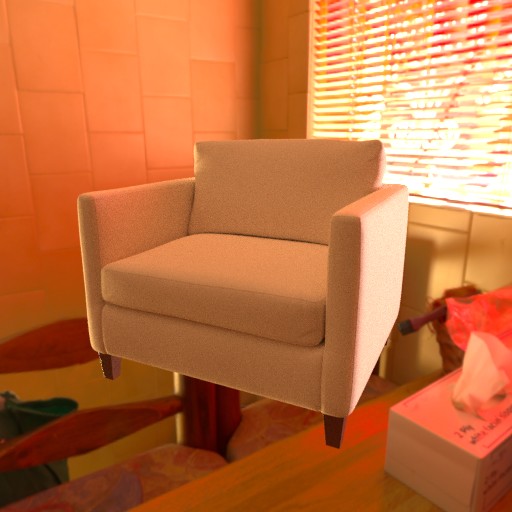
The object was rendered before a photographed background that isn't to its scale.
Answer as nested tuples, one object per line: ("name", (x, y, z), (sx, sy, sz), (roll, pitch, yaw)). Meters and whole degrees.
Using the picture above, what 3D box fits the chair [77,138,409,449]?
("chair", (0.000, 0.000, 1.731), (1.019, 0.885, 0.878), (7, 17, 25))
